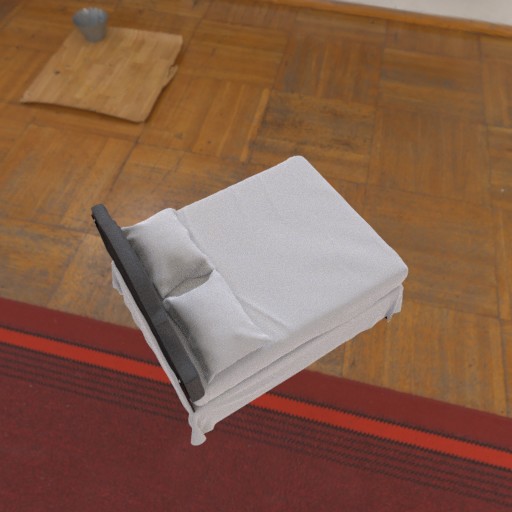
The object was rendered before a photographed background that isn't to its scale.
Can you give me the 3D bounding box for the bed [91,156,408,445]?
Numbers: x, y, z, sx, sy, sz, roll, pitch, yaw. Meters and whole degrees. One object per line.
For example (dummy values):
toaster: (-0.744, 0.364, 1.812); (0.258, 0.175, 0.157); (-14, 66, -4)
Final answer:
bed: (0.000, 0.000, 3.592); (2.222, 1.634, 1.780); (-27, 61, -17)
